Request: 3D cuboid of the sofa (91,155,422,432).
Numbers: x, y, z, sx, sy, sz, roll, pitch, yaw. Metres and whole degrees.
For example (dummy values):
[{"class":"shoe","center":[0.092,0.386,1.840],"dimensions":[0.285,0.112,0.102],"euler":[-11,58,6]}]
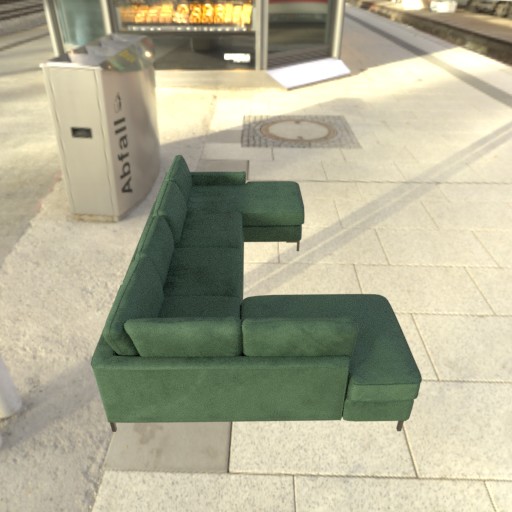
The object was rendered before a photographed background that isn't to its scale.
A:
[{"class":"sofa","center":[0.000,0.000,3.898],"dimensions":[1.992,0.861,2.994],"euler":[-1,33,-1]}]
